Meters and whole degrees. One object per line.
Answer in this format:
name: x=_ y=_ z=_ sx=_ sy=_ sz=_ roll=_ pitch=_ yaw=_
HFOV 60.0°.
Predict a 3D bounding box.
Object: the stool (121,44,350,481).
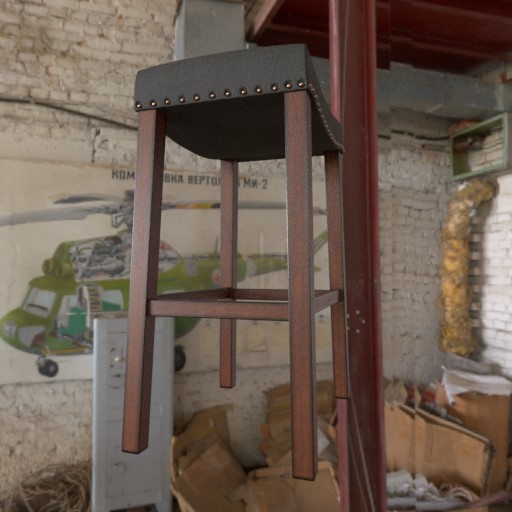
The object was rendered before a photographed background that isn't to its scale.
stool: x=0.000 y=0.000 z=1.021 sx=0.366 sy=0.748 sz=0.502 roll=0 pitch=-2 yaw=18
